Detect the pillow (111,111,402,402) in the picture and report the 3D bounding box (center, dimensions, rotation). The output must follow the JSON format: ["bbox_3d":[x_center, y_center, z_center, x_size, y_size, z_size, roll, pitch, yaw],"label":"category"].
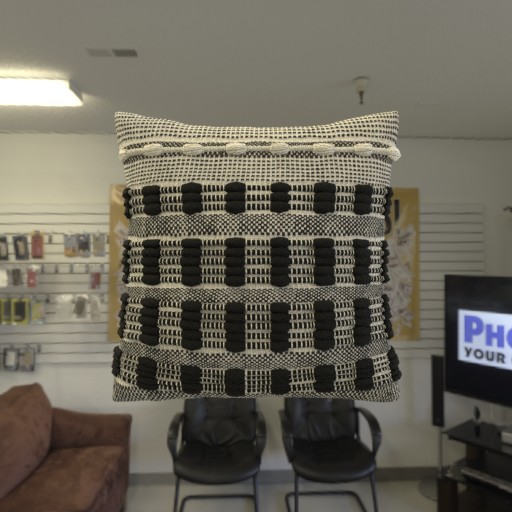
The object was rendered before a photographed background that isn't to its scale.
[{"bbox_3d":[0.000,0.000,0.663,0.436,0.438,0.156,0,-1,1],"label":"pillow"}]
